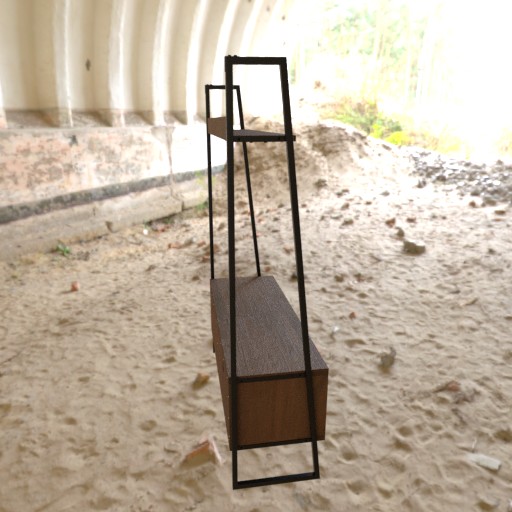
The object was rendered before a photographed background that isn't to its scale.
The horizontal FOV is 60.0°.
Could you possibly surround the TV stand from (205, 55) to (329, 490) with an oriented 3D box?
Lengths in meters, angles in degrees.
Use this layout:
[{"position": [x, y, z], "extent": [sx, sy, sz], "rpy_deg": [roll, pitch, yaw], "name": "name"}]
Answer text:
[{"position": [0.000, 0.000, 2.328], "extent": [0.432, 1.772, 1.250], "rpy_deg": [-3, 17, -9], "name": "TV stand"}]
